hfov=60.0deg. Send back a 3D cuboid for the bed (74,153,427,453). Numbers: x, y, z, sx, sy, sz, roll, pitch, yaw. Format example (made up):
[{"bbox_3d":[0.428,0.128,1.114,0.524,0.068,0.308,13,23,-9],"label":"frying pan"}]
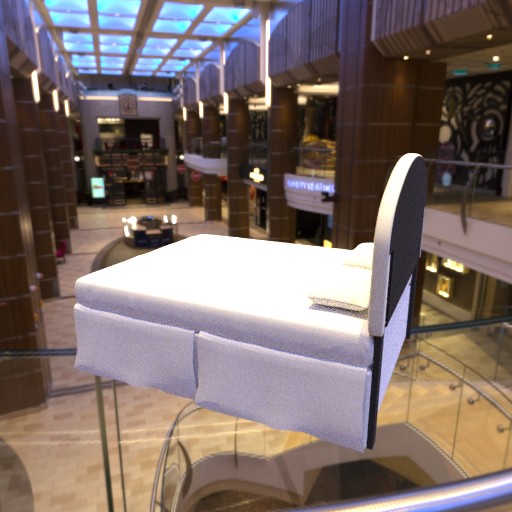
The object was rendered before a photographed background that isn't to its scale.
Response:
[{"bbox_3d":[0.000,0.000,3.055,2.005,1.410,1.607,7,17,25],"label":"bed"}]
